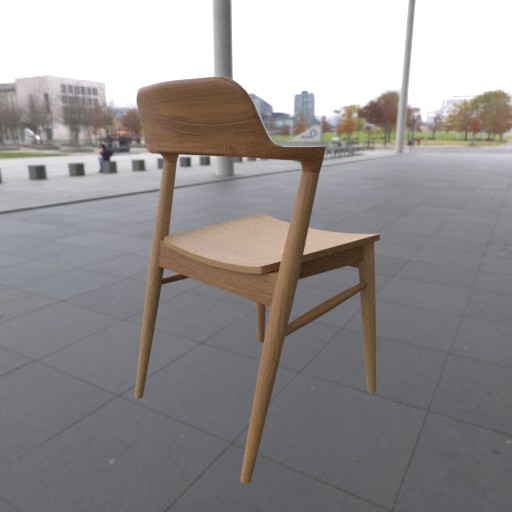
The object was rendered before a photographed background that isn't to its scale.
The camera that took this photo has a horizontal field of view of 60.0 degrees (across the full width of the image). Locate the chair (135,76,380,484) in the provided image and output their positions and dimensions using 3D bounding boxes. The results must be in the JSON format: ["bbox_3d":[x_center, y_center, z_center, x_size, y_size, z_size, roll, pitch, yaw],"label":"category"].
[{"bbox_3d":[0.000,0.000,1.121,0.499,0.792,0.512,-14,21,-43],"label":"chair"}]
